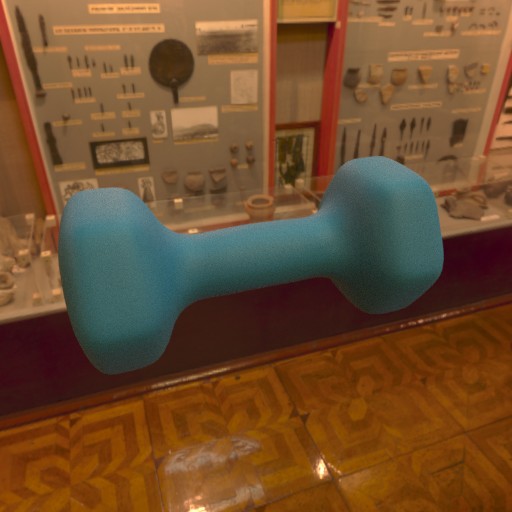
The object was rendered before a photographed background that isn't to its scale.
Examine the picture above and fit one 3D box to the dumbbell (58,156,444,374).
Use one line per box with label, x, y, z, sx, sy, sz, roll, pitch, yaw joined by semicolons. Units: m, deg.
dumbbell;0.000;0.000;0.189;0.152;0.066;0.074;-9;32;-15
